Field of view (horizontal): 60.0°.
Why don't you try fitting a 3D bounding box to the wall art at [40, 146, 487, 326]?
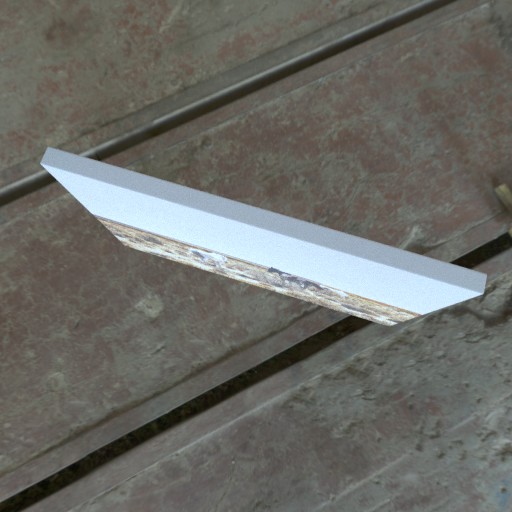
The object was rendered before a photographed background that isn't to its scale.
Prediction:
[{"bbox_3d":[0.000,0.000,1.461,1.138,0.761,0.051,17,76,4],"label":"wall art"}]
